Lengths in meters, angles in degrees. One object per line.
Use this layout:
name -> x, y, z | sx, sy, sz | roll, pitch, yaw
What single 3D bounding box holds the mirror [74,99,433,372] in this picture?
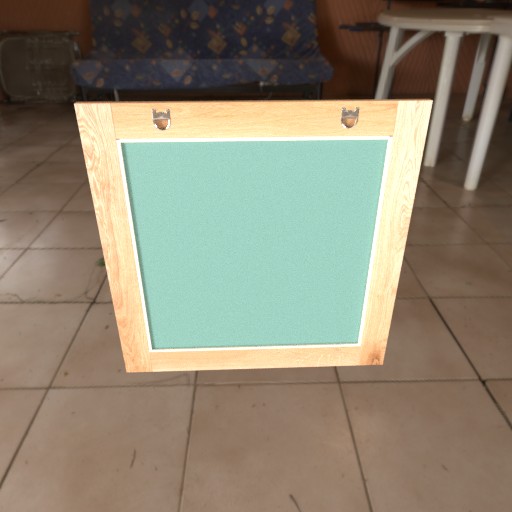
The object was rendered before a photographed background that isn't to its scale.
mirror -> 0.000, 0.000, 1.192 | 0.800, 0.800, 0.020 | -1, 30, -2
